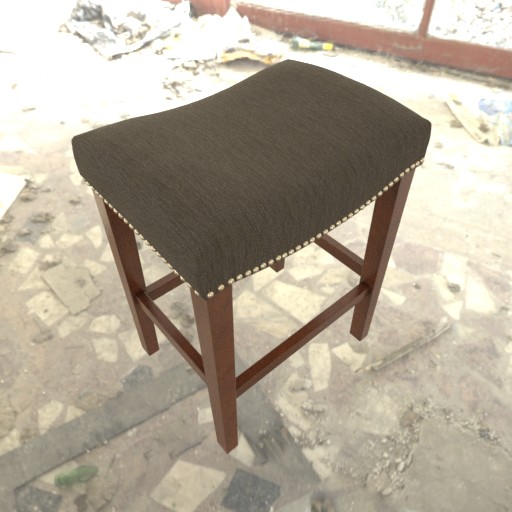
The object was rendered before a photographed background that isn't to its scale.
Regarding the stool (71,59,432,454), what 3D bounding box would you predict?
[{"bbox_3d":[0.000,0.000,0.950,0.504,0.654,0.372,-32,53,-27],"label":"stool"}]
